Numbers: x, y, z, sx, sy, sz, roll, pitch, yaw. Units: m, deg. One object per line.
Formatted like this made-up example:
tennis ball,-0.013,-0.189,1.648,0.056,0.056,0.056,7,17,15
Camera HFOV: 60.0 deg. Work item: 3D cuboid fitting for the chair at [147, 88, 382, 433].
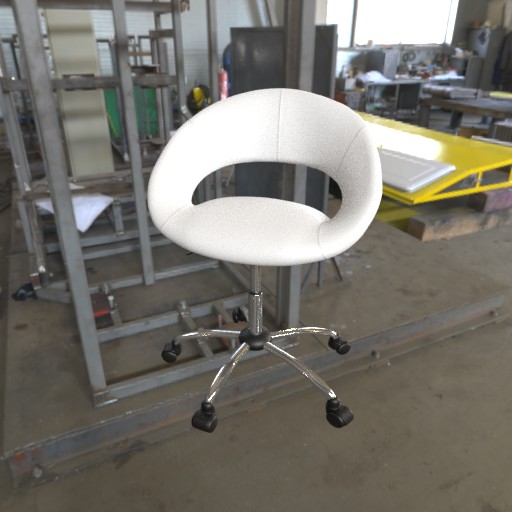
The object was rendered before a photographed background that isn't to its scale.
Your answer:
chair,0.000,0.000,1.171,0.612,0.791,0.538,9,28,17
